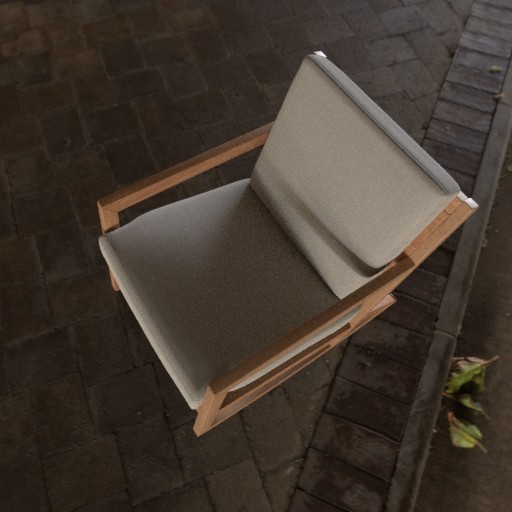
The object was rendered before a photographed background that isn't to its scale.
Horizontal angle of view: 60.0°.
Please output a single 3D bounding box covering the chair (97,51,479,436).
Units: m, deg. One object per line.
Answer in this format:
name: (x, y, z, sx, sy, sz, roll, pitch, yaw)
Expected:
chair: (0.000, 0.000, 1.350, 0.857, 0.790, 0.622, -31, 69, -14)
